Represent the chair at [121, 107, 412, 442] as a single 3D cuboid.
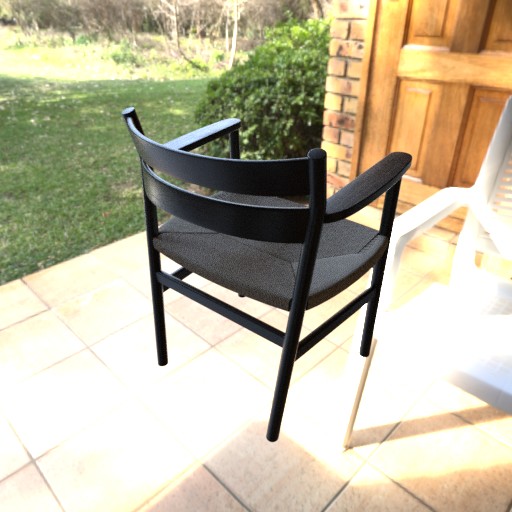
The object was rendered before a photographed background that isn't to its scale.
[{"bbox_3d":[0.000,0.000,1.228,0.630,0.775,0.508,22,37,33],"label":"chair"}]
